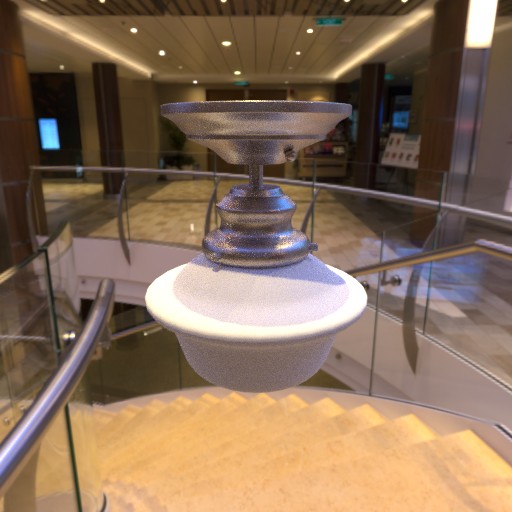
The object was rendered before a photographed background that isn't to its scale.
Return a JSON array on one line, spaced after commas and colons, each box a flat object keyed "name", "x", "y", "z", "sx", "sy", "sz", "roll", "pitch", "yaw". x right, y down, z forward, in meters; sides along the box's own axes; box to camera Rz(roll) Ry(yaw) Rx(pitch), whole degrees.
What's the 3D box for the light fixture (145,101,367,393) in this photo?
[{"name": "light fixture", "x": 0.000, "y": 0.000, "z": 0.396, "sx": 0.199, "sy": 0.254, "sz": 0.199, "roll": 0, "pitch": 16, "yaw": 0}]
